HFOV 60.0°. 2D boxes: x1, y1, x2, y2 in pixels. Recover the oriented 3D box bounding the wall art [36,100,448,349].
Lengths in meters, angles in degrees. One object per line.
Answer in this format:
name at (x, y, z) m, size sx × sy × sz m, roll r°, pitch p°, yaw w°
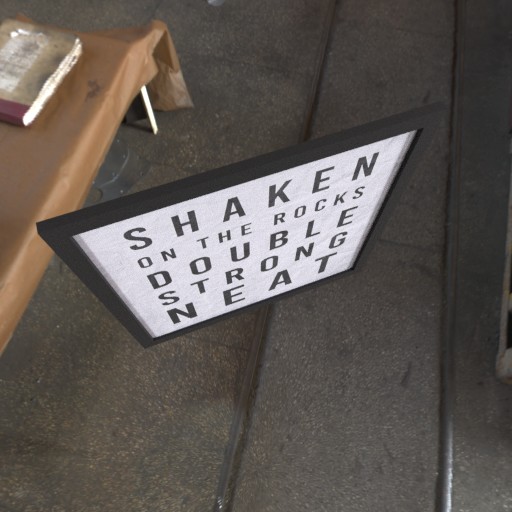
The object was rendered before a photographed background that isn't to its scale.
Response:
wall art at (0.000, 0.000, 0.672) m, size 0.456 × 0.458 × 0.013 m, roll -19°, pitch 66°, yaw -9°
